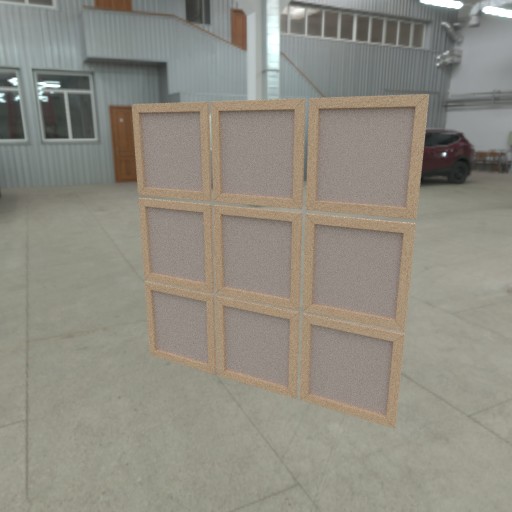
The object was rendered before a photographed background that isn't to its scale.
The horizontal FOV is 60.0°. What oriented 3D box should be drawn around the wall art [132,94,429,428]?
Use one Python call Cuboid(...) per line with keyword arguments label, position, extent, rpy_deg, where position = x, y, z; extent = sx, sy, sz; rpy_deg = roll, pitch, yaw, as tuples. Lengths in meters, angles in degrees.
Cuboid(label="wall art", position=(0.000, 0.000, 1.370), extent=(0.917, 0.910, 0.012), rpy_deg=(8, 18, 27))
